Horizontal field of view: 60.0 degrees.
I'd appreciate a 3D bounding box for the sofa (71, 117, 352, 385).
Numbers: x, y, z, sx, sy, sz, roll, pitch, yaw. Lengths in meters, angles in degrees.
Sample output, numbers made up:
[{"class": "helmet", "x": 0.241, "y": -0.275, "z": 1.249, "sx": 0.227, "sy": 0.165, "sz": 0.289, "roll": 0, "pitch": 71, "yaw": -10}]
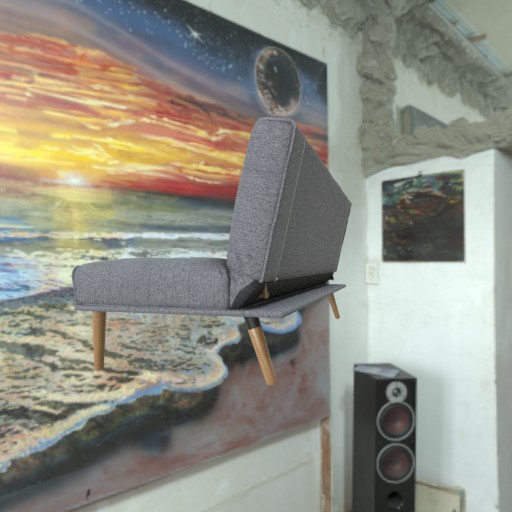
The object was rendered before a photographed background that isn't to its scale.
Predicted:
[{"class": "sofa", "x": 0.000, "y": 0.000, "z": 2.287, "sx": 0.810, "sy": 0.830, "sz": 1.820, "roll": 0, "pitch": -1, "yaw": 17}]
